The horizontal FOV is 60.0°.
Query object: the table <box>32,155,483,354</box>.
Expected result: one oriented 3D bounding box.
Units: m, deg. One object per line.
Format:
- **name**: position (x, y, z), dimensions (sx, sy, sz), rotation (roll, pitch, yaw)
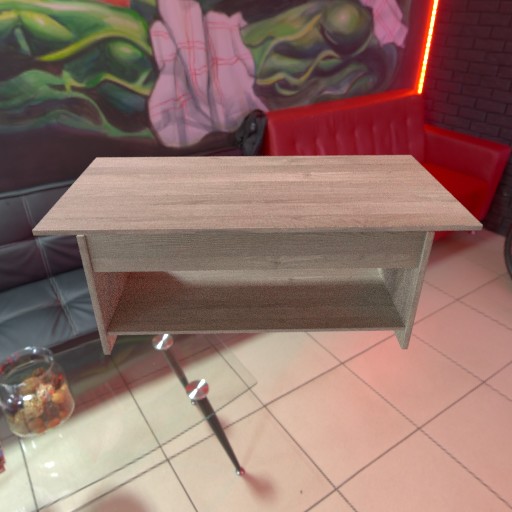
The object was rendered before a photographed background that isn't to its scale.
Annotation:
- **table**: position (0.000, 0.000, 1.432), dimensions (1.000, 0.570, 0.712), rotation (-1, 31, -1)
